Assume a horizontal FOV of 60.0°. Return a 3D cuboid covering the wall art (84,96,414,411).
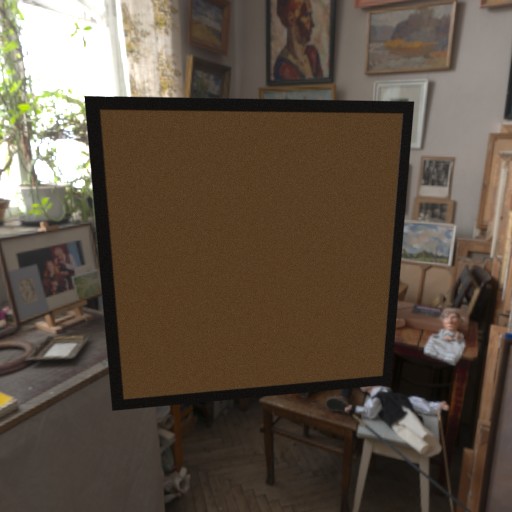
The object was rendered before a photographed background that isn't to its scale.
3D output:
[{"bbox_3d":[0.000,0.000,0.457,0.304,0.304,0.038,-2,14,-9],"label":"wall art"}]
